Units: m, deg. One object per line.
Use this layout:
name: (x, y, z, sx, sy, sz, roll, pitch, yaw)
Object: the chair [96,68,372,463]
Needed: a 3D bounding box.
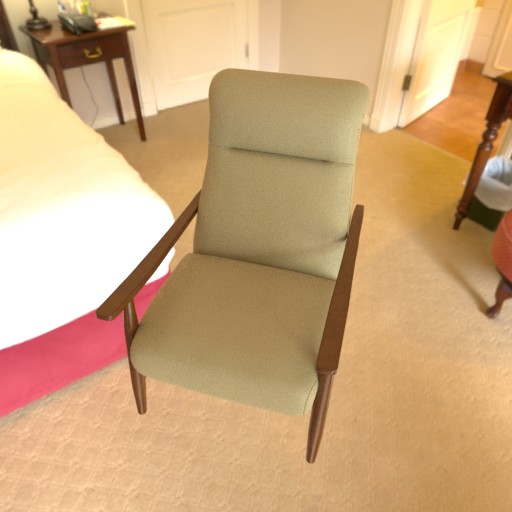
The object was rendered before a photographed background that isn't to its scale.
chair: (0.000, 0.000, 1.725, 0.762, 1.082, 1.014, 11, 42, 12)
